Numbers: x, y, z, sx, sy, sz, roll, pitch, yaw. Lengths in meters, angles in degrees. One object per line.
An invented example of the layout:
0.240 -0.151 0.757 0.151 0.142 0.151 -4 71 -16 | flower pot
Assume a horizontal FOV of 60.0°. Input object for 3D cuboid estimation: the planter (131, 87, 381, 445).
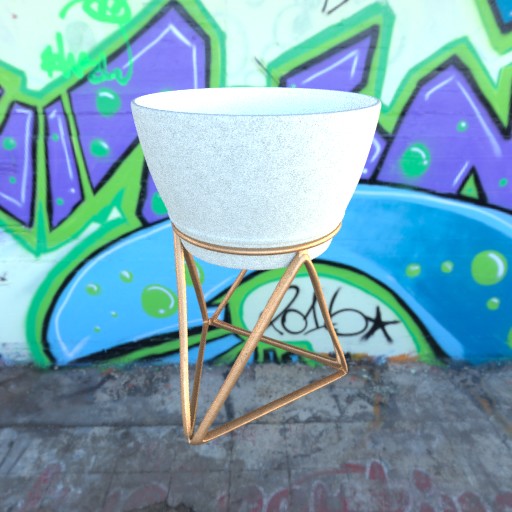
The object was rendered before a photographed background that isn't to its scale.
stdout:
0.000 0.000 0.746 0.350 0.504 0.350 -1 26 -1 | planter
